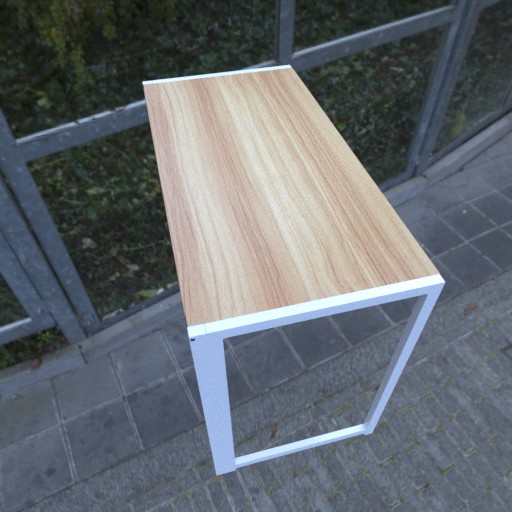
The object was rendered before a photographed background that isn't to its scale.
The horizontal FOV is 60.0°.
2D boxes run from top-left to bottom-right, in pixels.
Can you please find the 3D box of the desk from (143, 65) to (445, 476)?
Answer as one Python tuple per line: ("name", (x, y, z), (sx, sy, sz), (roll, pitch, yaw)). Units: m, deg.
("desk", (0.000, 0.000, 1.437), (0.508, 0.762, 1.016), (-11, 48, -10))
